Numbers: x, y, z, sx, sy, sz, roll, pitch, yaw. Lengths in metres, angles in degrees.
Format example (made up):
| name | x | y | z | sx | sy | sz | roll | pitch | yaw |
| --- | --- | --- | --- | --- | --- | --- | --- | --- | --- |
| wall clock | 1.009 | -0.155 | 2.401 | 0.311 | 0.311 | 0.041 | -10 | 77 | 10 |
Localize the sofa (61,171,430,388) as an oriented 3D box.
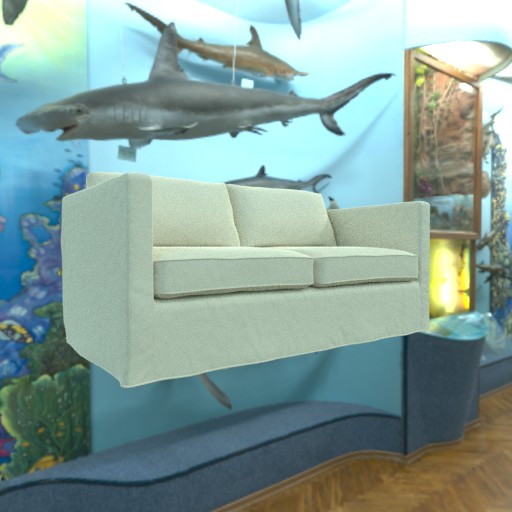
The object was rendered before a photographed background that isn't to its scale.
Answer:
| name | x | y | z | sx | sy | sz | roll | pitch | yaw |
| --- | --- | --- | --- | --- | --- | --- | --- | --- | --- |
| sofa | 0.000 | 0.000 | 2.328 | 1.746 | 0.834 | 0.962 | -1 | 1 | -36 |
